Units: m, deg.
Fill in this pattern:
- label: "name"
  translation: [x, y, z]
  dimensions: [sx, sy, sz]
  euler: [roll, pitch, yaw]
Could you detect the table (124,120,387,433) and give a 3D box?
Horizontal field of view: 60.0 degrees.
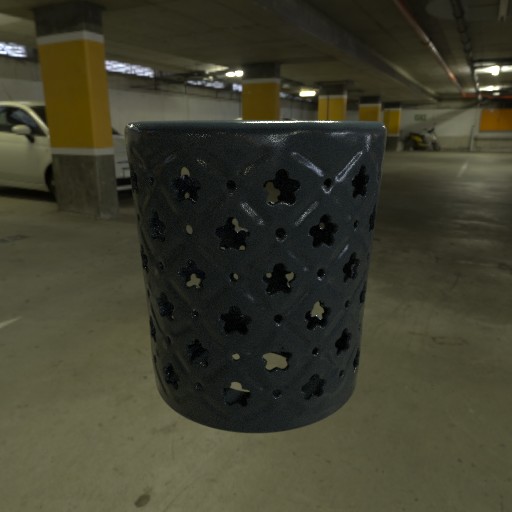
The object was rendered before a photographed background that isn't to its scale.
- label: "table"
  translation: [0.000, 0.000, 0.662]
  dimensions: [0.352, 0.387, 0.352]
  euler: [0, 16, 0]
